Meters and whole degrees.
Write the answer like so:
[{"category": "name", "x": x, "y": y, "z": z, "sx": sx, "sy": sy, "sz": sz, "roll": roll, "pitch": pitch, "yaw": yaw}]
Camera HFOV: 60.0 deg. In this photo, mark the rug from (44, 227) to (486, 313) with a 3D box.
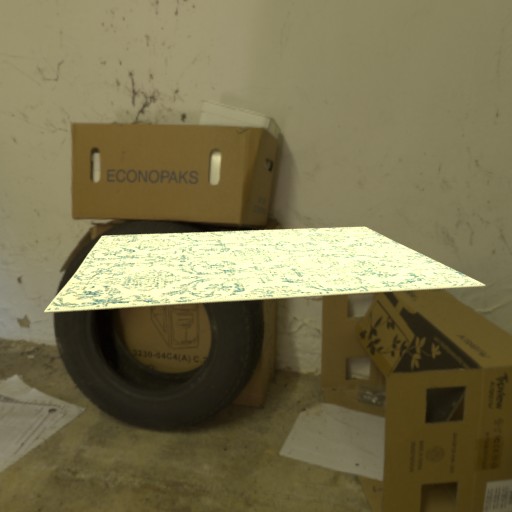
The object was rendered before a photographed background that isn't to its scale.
[{"category": "rug", "x": 0.000, "y": 0.000, "z": 2.920, "sx": 2.197, "sy": 0.014, "sz": 1.586, "roll": -3, "pitch": 15, "yaw": -9}]
